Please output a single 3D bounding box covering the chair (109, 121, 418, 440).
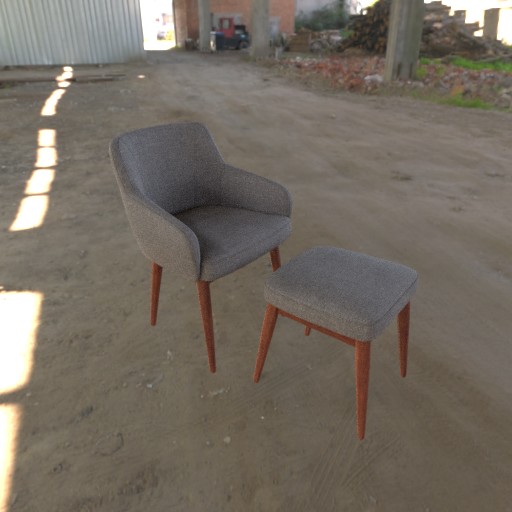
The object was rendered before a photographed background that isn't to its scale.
[{"bbox_3d":[0.000,0.000,1.614,1.107,0.799,0.584,19,33,33],"label":"chair"}]
